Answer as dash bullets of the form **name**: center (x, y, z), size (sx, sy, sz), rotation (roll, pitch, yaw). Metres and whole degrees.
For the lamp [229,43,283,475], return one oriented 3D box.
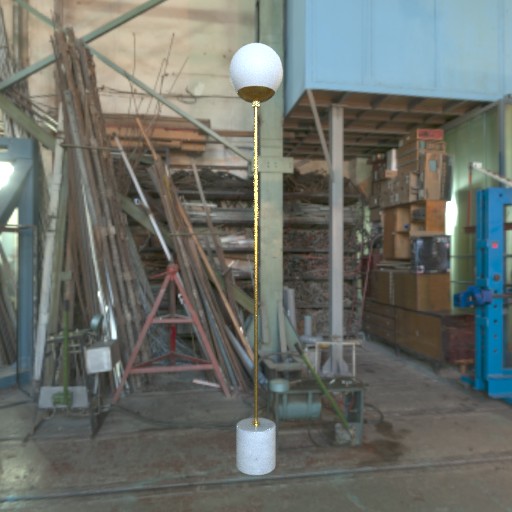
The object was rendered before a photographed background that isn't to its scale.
- **lamp**: center (0.000, 0.000, 1.850), size (0.224, 1.753, 0.224), rotation (0, 0, 35)
